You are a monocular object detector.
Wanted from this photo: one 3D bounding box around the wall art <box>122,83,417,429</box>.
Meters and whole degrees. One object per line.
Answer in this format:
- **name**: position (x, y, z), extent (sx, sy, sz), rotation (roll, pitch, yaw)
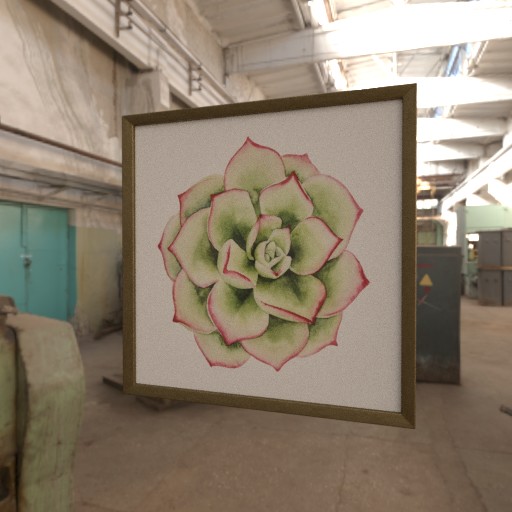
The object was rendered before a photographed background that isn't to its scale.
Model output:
- **wall art**: position (0.000, 0.000, 0.740), extent (0.503, 0.506, 0.031), rotation (0, 1, 18)
